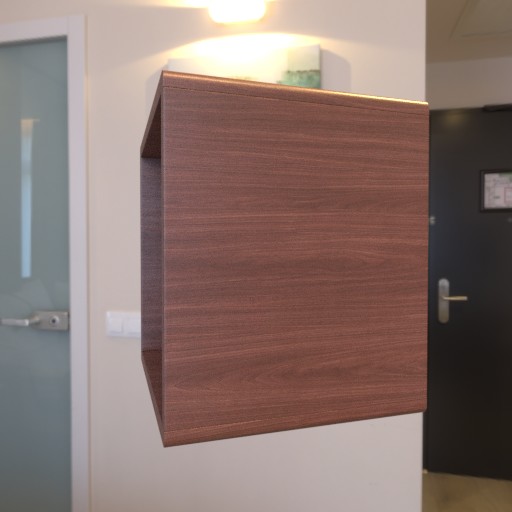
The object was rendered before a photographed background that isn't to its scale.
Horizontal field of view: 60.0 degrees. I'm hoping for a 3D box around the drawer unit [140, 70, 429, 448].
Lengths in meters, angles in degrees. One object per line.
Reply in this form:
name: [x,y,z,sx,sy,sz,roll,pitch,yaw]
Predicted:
drawer unit: [0.000,0.000,0.615,0.290,0.351,0.349,0,1,-18]
